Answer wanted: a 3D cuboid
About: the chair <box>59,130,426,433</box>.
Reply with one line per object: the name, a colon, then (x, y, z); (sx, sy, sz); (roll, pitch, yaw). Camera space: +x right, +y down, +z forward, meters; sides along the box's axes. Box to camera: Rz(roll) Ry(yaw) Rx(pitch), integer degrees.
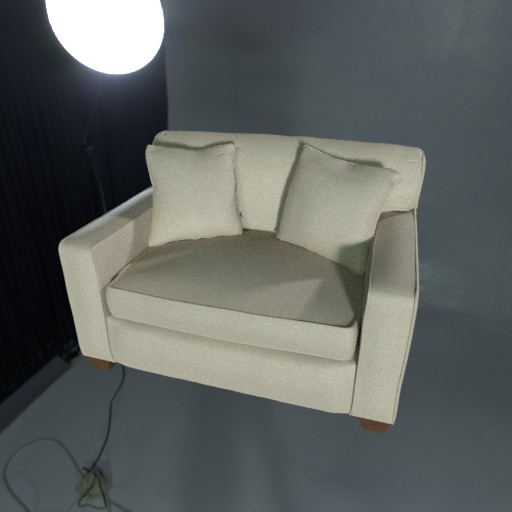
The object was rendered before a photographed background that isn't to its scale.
chair: (0.000, 0.000, 2.043); (1.383, 0.948, 1.000); (8, 28, 15)
